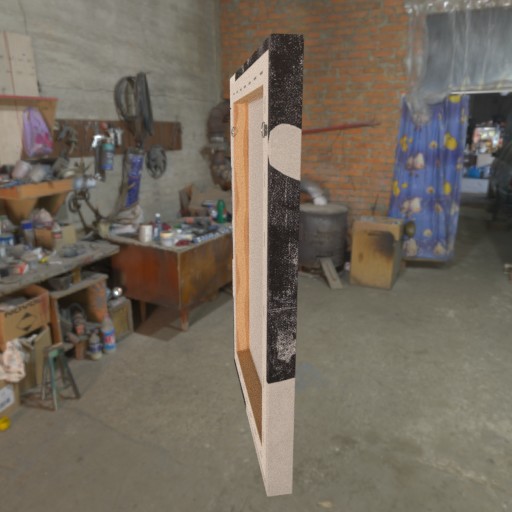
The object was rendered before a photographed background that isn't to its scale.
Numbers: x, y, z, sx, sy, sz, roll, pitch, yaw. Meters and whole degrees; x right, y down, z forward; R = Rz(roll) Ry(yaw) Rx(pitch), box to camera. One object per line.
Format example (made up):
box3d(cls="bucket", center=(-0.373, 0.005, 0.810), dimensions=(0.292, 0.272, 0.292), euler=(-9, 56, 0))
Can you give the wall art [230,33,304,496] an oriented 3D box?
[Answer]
box3d(cls="wall art", center=(0.000, 0.000, 0.756), dimensions=(0.039, 0.610, 0.407), euler=(-3, 15, -9))
